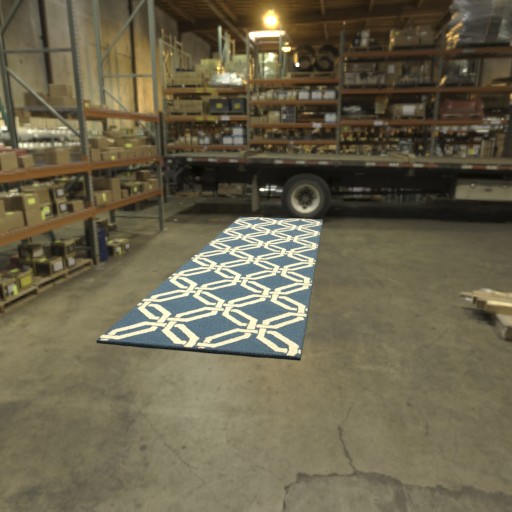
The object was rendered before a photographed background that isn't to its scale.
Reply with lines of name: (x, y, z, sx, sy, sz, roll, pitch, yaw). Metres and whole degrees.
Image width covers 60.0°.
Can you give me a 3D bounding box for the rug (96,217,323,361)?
rug: (0.000, 0.000, 2.485, 0.678, 0.014, 2.276, 3, 16, 10)
